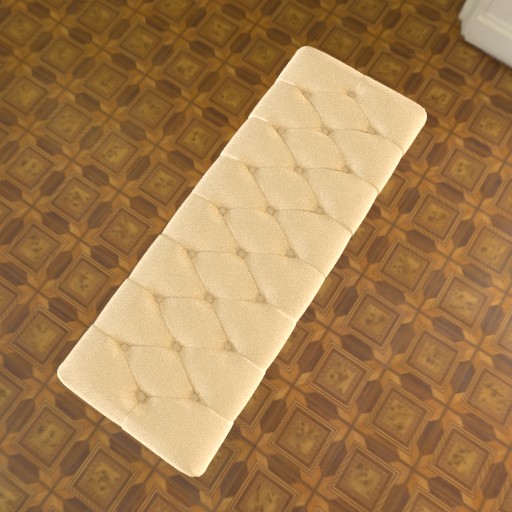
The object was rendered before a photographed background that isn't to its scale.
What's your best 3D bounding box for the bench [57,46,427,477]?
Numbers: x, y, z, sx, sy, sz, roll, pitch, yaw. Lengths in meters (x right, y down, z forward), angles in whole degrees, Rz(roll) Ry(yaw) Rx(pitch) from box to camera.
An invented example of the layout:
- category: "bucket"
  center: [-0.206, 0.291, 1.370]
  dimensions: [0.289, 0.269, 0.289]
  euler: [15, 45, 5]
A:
- category: "bench"
  center: [0.000, 0.000, 1.264]
  dimensions: [0.400, 0.470, 1.054]
  euler: [33, 77, 8]
